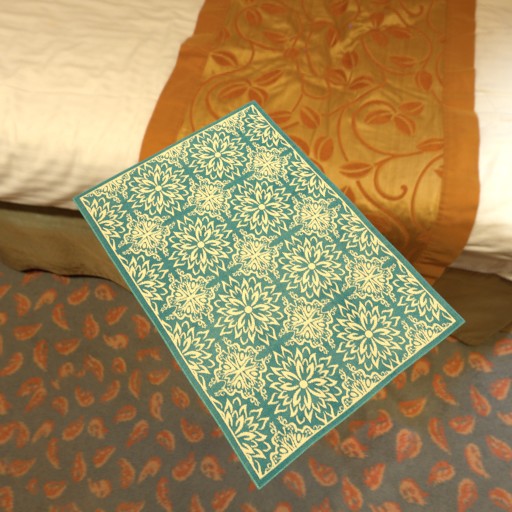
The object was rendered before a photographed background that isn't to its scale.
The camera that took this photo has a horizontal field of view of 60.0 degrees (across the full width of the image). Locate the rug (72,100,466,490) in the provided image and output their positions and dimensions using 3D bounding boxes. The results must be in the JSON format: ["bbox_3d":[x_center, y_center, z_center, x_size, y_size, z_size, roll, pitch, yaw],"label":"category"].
[{"bbox_3d":[0.000,0.000,2.880,1.554,0.012,2.205,-33,69,-14],"label":"rug"}]
